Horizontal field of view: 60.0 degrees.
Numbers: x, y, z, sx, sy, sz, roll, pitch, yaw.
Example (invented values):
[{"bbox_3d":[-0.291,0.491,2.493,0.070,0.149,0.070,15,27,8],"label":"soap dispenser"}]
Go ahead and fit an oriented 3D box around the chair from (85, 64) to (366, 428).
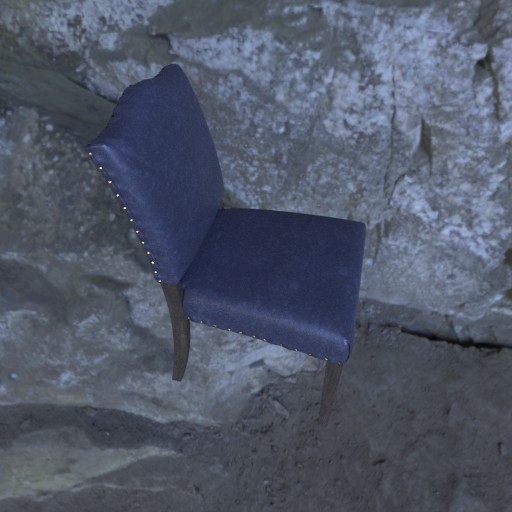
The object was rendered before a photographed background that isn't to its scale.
[{"bbox_3d":[0.000,0.000,1.331,0.633,0.991,0.500,10,46,10],"label":"chair"}]
